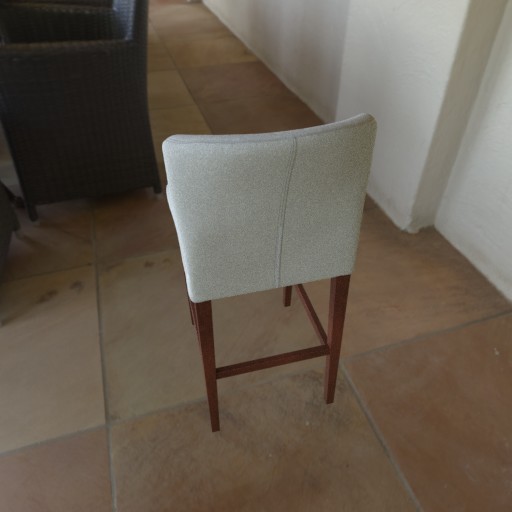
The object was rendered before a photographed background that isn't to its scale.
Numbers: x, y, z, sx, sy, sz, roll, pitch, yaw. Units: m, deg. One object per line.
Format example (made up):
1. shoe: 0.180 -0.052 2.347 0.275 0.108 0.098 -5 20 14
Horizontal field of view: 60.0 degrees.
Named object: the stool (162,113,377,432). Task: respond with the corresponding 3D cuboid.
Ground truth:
1. stool: 0.000 0.000 1.386 0.479 1.069 0.568 -10 42 -11
